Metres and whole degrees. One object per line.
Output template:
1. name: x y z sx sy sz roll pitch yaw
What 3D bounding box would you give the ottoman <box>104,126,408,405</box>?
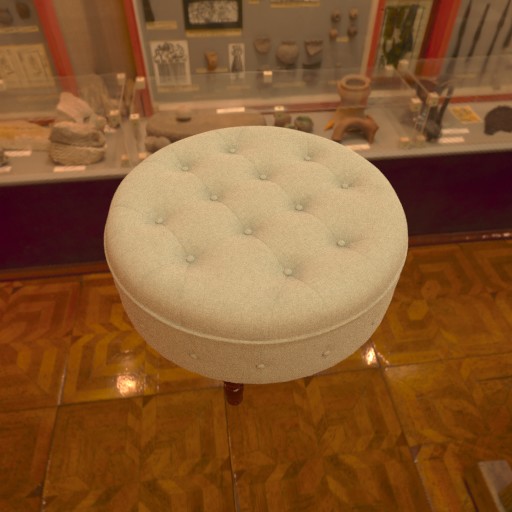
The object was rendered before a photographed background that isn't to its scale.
1. ottoman: 0.000 0.000 1.388 0.849 0.478 0.849 0 46 0
